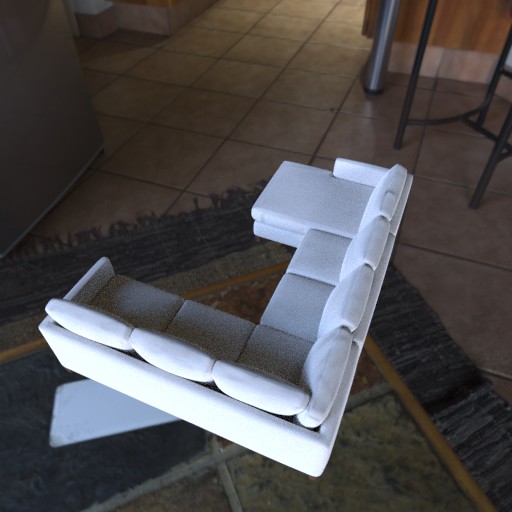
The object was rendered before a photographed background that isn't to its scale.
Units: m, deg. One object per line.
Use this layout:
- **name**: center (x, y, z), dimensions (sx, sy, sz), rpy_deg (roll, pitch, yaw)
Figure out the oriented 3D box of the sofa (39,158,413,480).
- **sofa**: center (0.000, 0.000, 4.636), dimensions (2.593, 0.956, 3.459), rpy_deg (17, 49, 16)
